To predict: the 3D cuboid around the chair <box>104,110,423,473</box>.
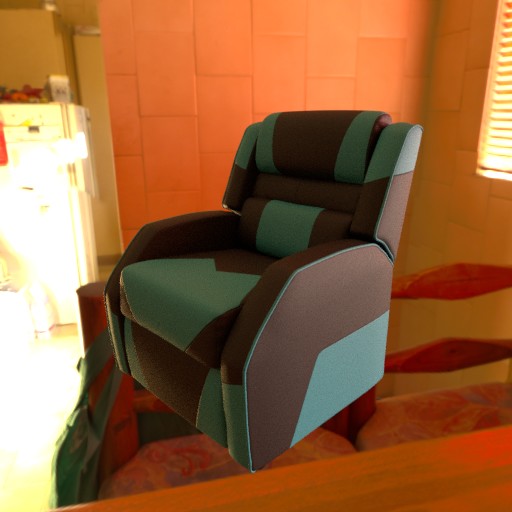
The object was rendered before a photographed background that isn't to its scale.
[{"bbox_3d":[0.000,0.000,1.277,0.672,0.805,0.620,-16,23,-42],"label":"chair"}]
